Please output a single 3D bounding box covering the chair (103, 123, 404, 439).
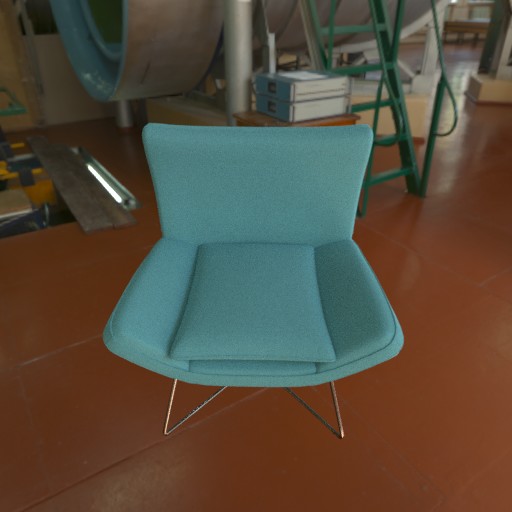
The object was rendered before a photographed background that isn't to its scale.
[{"bbox_3d":[0.000,0.000,1.648,0.859,0.855,1.008,1,31,1],"label":"chair"}]
